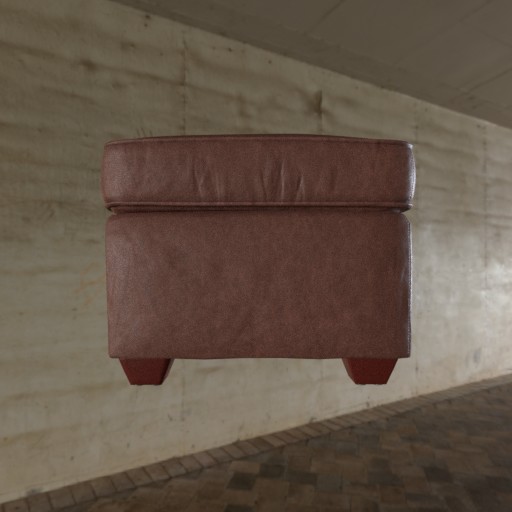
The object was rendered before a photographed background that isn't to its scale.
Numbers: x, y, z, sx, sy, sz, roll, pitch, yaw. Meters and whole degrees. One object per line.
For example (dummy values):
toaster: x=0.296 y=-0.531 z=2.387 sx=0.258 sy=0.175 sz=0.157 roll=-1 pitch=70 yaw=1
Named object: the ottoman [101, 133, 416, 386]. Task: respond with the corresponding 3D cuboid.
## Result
ottoman: x=0.000 y=0.000 z=1.082 sx=0.548 sy=0.449 sz=0.749 roll=0 pitch=-1 yaw=-1
